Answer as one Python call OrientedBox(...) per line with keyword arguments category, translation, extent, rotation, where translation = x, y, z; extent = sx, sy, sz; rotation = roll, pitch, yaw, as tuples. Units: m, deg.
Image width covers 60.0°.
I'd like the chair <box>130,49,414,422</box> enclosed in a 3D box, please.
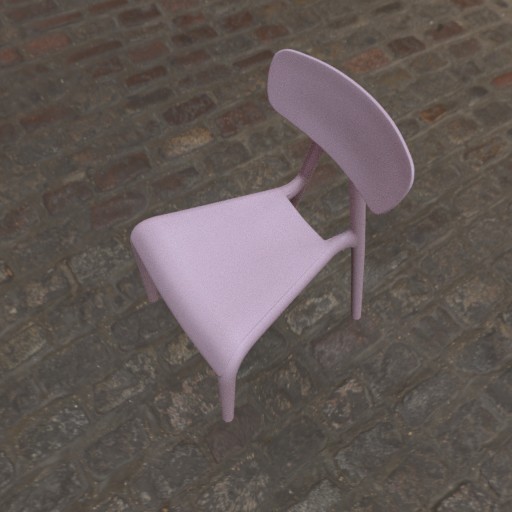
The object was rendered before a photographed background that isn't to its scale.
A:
OrientedBox(category="chair", translation=(0.000, 0.000, 0.811), extent=(0.401, 0.580, 0.356), rotation=(-32, 68, -15))
